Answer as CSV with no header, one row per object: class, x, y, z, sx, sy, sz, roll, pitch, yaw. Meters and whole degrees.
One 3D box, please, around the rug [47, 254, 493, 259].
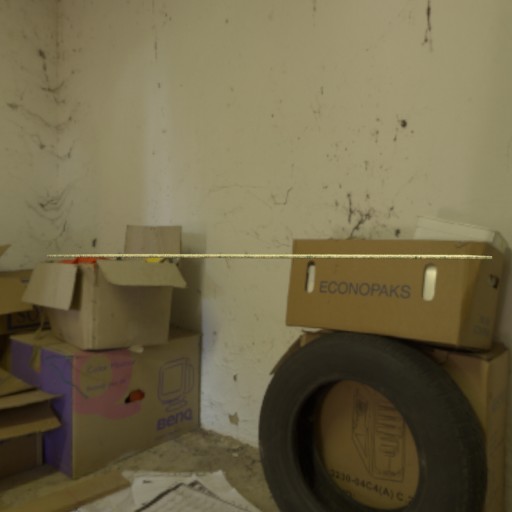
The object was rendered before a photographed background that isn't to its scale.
rug,0.000,0.000,2.524,2.290,0.014,0.700,0,1,17
